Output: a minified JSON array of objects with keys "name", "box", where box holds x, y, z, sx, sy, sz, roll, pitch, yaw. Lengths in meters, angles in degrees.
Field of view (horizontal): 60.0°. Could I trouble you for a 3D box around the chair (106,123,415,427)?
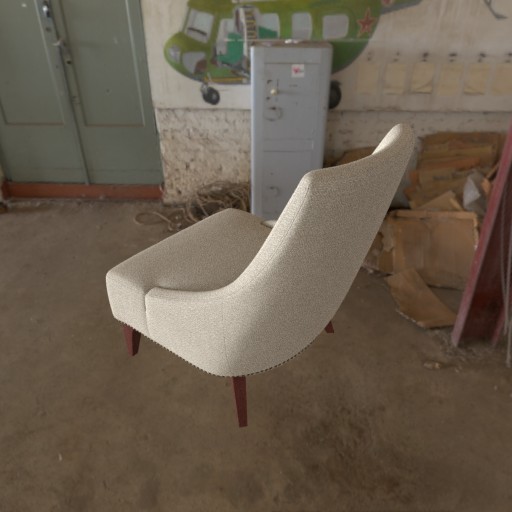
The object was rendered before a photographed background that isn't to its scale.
[{"name":"chair","box":[0.000,0.000,1.525,0.861,0.909,0.701,22,38,31]}]
